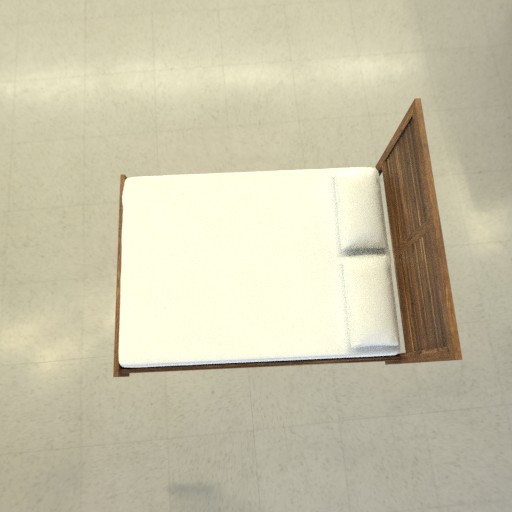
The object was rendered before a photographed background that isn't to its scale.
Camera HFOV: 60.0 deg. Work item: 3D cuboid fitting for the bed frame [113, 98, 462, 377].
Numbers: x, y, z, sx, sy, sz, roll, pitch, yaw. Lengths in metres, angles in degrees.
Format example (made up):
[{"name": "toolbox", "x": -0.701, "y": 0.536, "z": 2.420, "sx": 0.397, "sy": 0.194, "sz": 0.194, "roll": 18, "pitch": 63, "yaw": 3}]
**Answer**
[{"name": "bed frame", "x": 0.000, "y": 0.000, "z": 3.401, "sx": 2.276, "sy": 1.417, "sz": 1.696, "roll": -3, "pitch": 75, "yaw": -1}]
